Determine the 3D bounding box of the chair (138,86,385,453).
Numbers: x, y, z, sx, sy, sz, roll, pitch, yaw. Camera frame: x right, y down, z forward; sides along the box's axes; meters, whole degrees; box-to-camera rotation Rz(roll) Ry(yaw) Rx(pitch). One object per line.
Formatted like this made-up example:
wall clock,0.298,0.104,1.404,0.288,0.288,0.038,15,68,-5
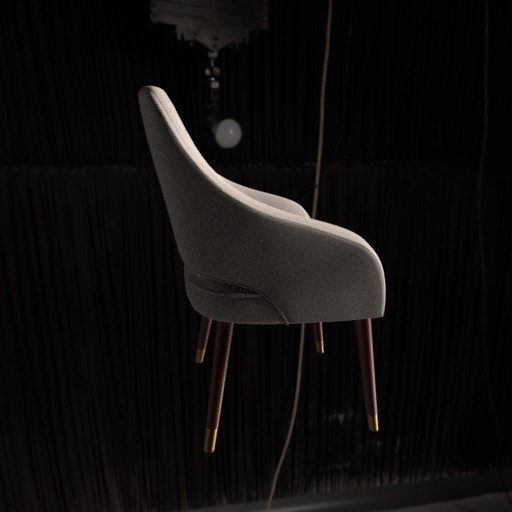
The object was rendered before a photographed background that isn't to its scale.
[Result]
chair,0.000,0.000,1.286,0.600,0.889,0.609,-3,15,-10
